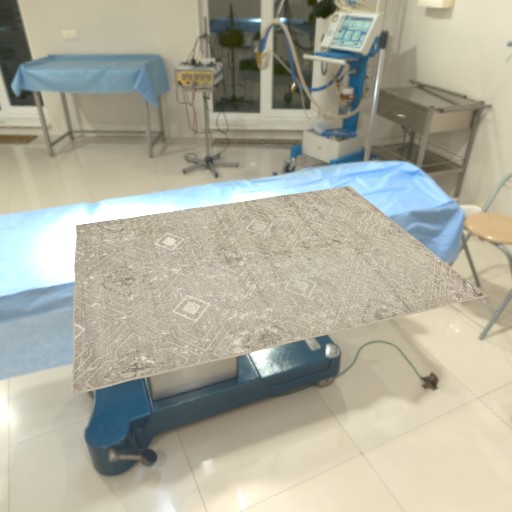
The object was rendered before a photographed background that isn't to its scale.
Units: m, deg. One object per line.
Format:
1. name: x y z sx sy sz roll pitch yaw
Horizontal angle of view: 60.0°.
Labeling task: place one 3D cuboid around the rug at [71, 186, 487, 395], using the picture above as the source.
1. rug: 0.000 0.000 4.310 3.359 0.020 2.448 -10 34 -15
